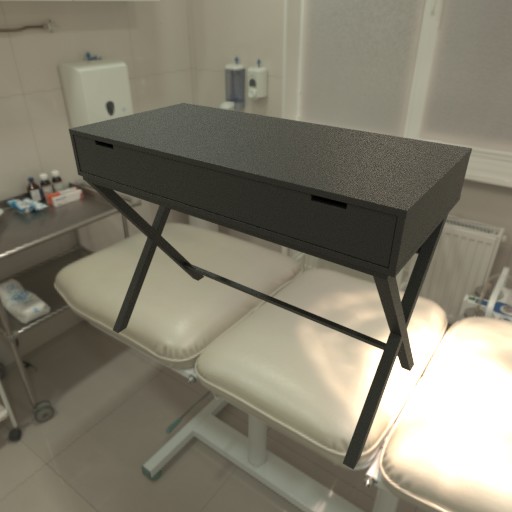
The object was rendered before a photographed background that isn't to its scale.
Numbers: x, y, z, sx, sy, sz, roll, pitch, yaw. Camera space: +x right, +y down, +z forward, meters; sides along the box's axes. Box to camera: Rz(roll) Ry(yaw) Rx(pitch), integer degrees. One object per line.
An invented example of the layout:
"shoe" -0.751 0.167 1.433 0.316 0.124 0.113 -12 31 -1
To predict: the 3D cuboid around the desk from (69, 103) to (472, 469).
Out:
"desk" 0.000 0.000 1.465 1.057 0.780 0.504 20 35 31
